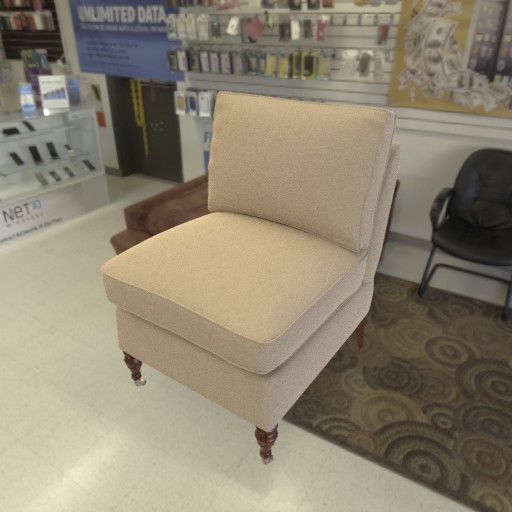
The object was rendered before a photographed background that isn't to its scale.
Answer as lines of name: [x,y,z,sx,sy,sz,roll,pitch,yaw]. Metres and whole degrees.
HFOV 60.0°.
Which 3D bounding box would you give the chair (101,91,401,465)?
chair: [0.000,0.000,1.647,0.724,1.052,0.912,18,34,30]
